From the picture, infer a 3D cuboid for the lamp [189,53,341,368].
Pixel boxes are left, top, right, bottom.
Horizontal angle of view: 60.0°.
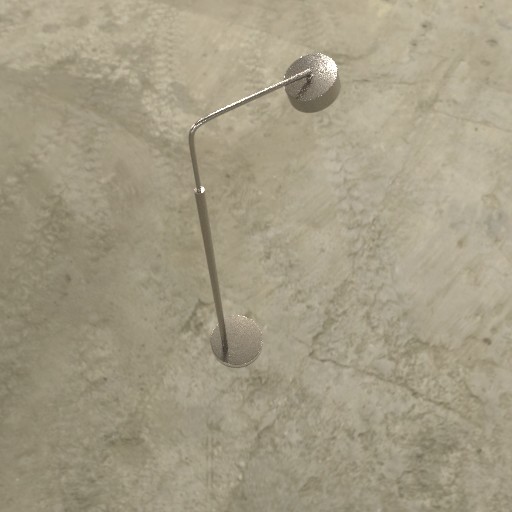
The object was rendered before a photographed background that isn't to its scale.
[{"bbox_3d":[0.000,0.000,1.418,0.421,1.250,0.222,-30,63,-17],"label":"lamp"}]
